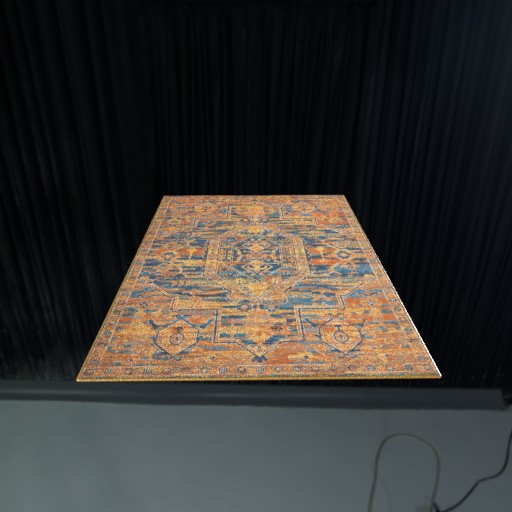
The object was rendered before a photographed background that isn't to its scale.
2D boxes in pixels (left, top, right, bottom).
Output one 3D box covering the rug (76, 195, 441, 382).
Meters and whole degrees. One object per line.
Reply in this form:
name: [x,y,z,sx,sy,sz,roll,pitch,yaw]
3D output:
rug: [0.000,0.000,3.754,2.043,0.019,2.916,0,28,-1]
